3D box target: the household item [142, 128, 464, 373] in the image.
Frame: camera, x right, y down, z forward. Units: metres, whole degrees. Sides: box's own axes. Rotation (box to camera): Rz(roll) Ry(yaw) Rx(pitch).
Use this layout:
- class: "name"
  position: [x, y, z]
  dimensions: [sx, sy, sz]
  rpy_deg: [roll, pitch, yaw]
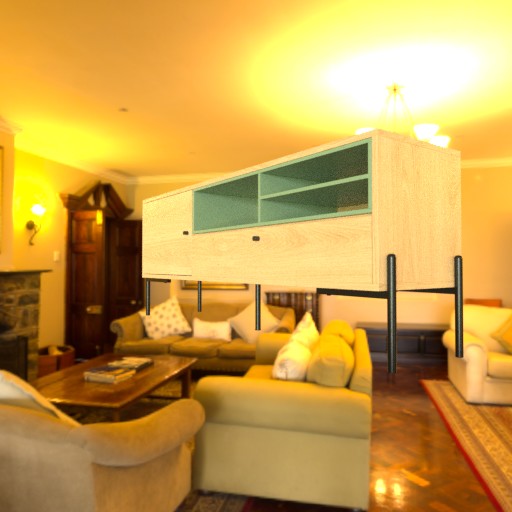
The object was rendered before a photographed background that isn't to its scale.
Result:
- class: "household item"
  position: [0.000, 0.000, 1.795]
  dimensions: [0.400, 0.600, 1.550]
  rpy_deg: [1, -1, -36]
